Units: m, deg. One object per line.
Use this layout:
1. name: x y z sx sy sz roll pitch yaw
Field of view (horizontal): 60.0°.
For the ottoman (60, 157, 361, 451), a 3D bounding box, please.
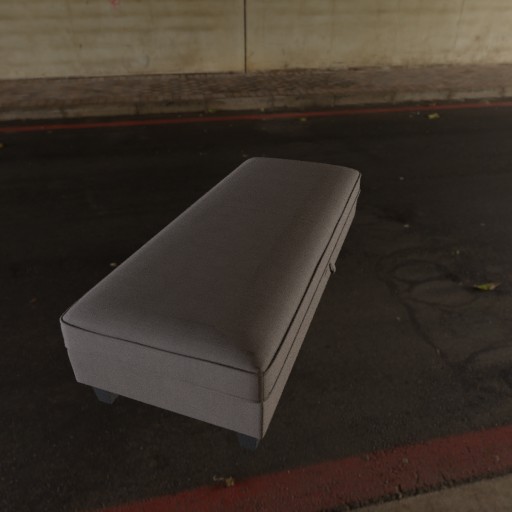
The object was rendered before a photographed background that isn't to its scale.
1. ottoman: 0.000 0.000 2.089 0.751 0.470 1.764 10 32 17
